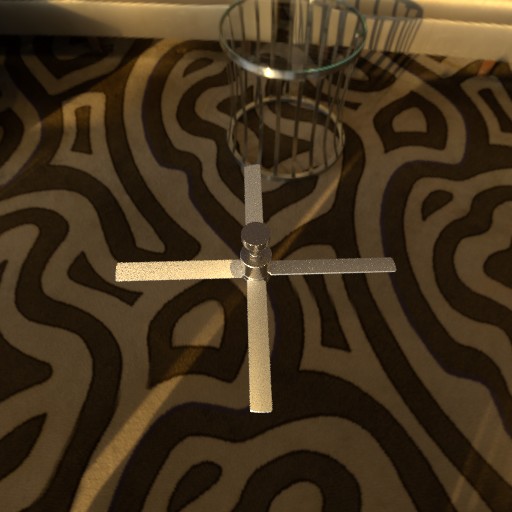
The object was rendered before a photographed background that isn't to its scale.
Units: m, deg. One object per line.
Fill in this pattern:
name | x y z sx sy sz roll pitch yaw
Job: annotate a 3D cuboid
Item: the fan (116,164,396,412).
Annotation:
fan | 0.000 0.000 2.008 1.322 0.355 1.322 -2 58 -1
